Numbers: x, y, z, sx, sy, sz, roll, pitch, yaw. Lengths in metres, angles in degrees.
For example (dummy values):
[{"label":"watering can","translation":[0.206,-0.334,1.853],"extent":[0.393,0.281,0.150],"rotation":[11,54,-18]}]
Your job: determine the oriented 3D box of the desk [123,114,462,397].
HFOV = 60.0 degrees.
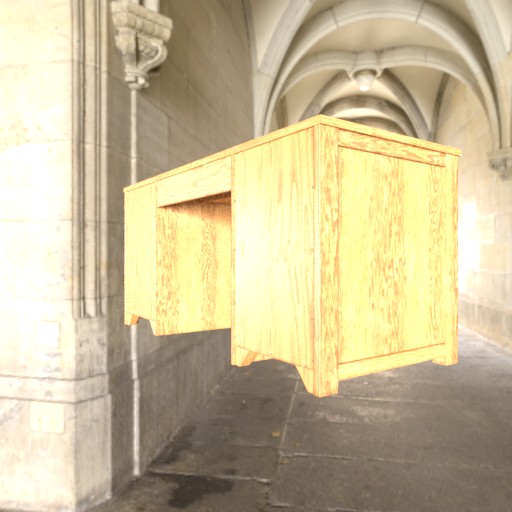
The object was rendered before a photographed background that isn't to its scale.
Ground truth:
[{"label":"desk","translation":[0.000,0.000,2.005],"extent":[0.685,0.751,1.567],"rotation":[0,0,-35]}]
